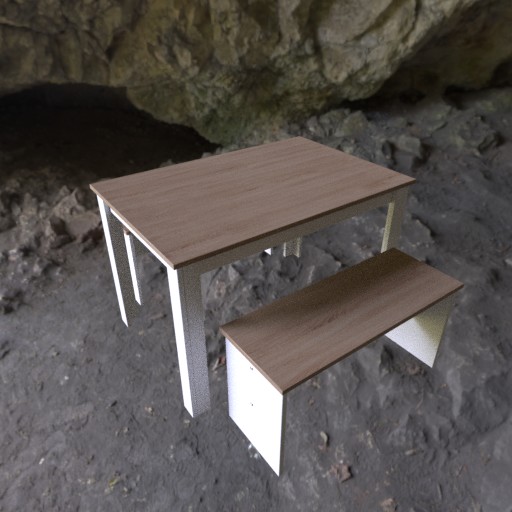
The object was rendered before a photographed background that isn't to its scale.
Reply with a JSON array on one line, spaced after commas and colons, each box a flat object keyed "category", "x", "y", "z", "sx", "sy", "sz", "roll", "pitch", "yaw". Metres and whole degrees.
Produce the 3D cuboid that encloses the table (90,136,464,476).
[{"category": "table", "x": 0.000, "y": 0.000, "z": 1.967, "sx": 1.100, "sy": 0.700, "sz": 1.443, "roll": -21, "pitch": 37, "yaw": -30}]
